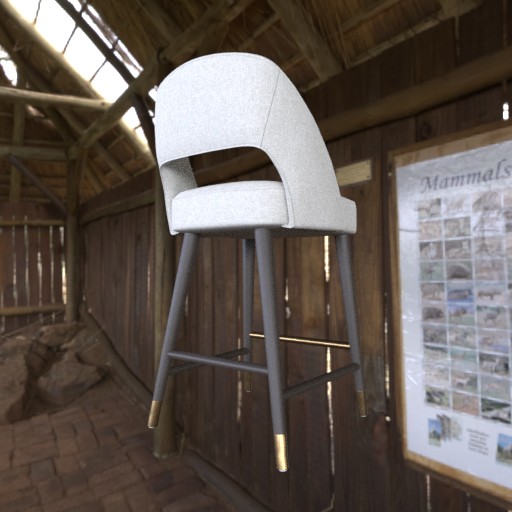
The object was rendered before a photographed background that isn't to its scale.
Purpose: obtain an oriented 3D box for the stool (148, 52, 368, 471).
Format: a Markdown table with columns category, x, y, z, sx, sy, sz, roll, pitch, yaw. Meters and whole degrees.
| category | x | y | z | sx | sy | sz | roll | pitch | yaw |
| --- | --- | --- | --- | --- | --- | --- | --- | --- | --- |
| stool | 0.000 | 0.000 | 1.252 | 0.494 | 0.940 | 0.509 | -1 | -1 | 37 |
